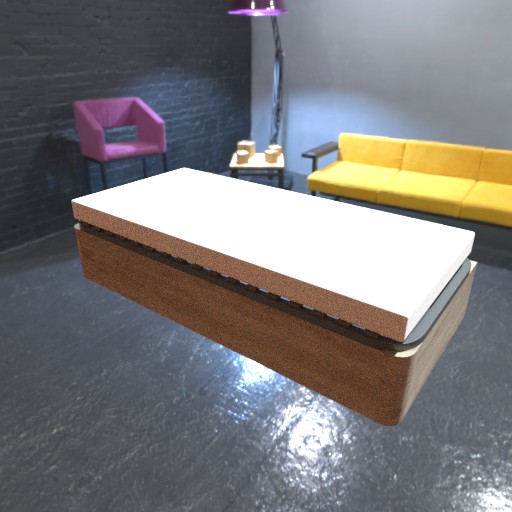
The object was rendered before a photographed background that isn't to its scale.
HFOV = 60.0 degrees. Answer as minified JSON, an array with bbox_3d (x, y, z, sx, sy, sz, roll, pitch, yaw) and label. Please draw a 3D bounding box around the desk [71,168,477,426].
[{"bbox_3d":[0.000,0.000,2.279,1.900,0.455,0.900,18,32,33],"label":"desk"}]
